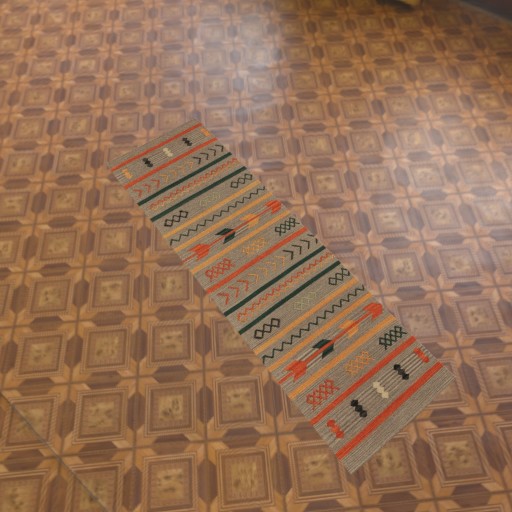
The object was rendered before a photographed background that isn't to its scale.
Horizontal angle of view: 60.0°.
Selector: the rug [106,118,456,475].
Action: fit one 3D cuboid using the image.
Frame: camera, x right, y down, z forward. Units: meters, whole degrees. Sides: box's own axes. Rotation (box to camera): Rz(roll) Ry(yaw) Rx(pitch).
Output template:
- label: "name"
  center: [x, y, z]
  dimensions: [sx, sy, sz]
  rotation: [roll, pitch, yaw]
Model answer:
- label: "rug"
  center: [0.000, 0.000, 2.648]
  dimensions: [0.744, 0.022, 2.419]
  rotation: [-33, 65, -18]
